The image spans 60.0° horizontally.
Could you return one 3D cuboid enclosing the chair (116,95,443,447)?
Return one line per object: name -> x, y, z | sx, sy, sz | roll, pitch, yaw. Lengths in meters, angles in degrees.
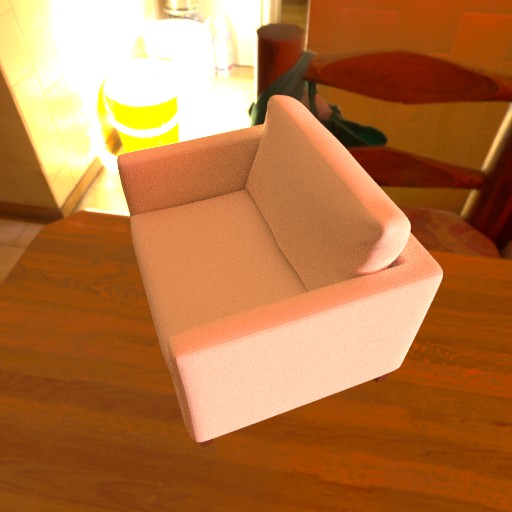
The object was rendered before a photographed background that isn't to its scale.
chair -> 0.000, 0.000, 1.732 | 0.878, 0.885, 1.019 | -15, 49, -14
